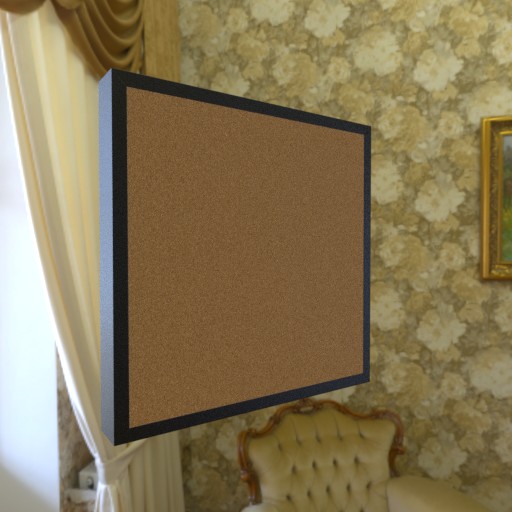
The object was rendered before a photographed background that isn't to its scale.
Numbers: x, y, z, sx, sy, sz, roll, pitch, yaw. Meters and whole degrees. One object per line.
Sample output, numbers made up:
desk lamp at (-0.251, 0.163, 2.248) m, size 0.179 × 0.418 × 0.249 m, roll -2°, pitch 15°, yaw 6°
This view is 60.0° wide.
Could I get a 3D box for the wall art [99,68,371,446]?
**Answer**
wall art at (0.000, 0.000, 0.456) m, size 0.304 × 0.304 × 0.038 m, roll -1°, pitch 1°, yaw -34°
